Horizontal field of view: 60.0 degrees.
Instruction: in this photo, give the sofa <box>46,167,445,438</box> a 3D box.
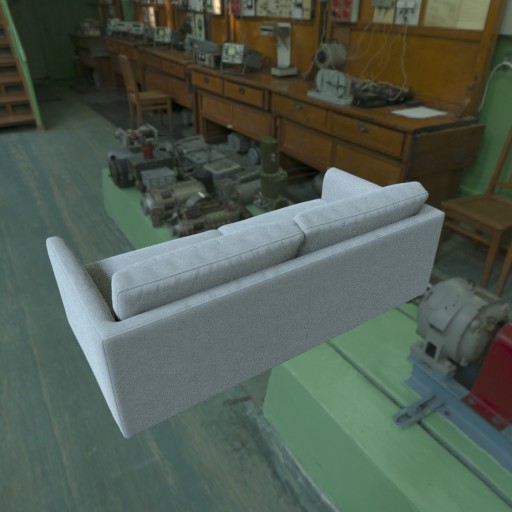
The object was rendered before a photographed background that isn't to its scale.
[{"bbox_3d":[0.000,0.000,2.833,2.588,0.838,1.090,-19,35,-28],"label":"sofa"}]
